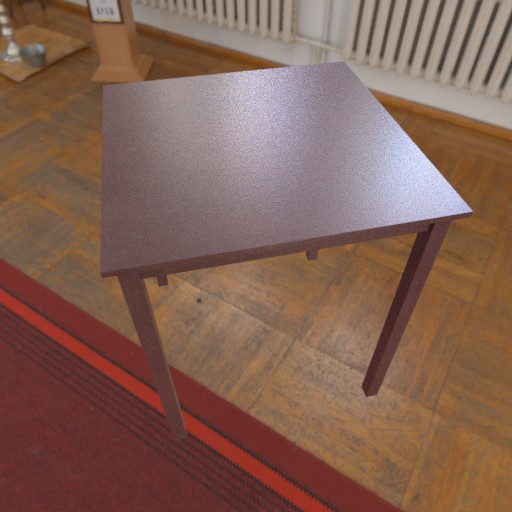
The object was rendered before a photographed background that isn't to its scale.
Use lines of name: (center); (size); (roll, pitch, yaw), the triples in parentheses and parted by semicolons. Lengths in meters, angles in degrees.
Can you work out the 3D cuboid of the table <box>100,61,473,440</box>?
table: (0.000, 0.000, 1.633); (0.861, 0.991, 0.861); (-9, 47, -9)
